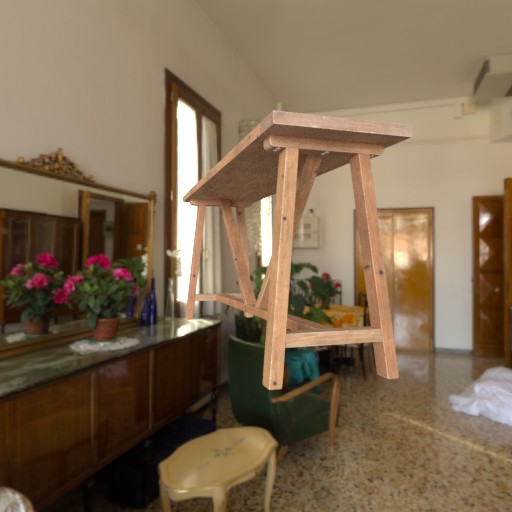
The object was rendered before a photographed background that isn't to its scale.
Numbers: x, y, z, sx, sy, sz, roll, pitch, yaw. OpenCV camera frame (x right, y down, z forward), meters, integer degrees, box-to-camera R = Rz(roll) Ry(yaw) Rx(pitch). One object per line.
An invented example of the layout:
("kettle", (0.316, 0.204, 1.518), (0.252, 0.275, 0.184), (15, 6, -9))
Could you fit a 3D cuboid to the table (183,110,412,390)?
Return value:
("table", (0.000, 0.000, 2.181), (0.465, 0.810, 1.800), (0, -1, -18))
